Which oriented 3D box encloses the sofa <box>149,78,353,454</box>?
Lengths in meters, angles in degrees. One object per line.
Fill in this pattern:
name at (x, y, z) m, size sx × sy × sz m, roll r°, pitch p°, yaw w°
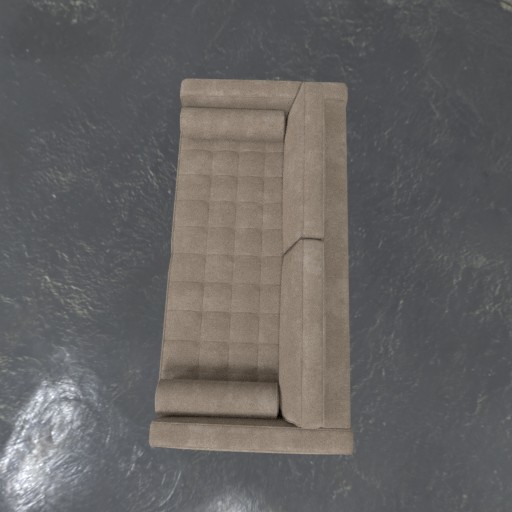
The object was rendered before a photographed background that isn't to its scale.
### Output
sofa at (0.000, 0.000, 2.322) m, size 0.920 × 0.769 × 1.883 m, roll 2°, pitch 76°, yaw 1°
